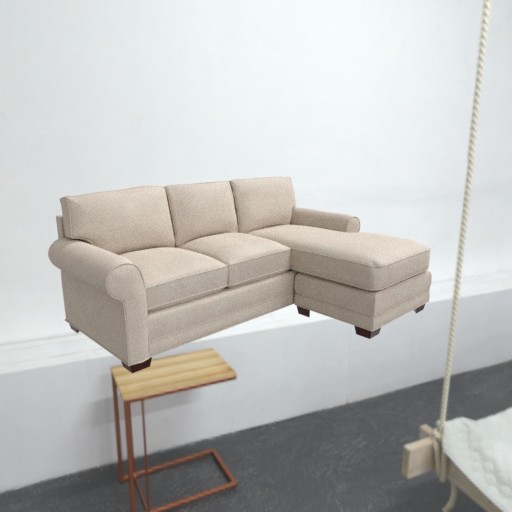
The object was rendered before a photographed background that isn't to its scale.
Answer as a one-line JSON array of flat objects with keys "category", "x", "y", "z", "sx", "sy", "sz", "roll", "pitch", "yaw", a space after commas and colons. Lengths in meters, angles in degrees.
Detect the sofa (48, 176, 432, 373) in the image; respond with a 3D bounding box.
[{"category": "sofa", "x": 0.000, "y": 0.000, "z": 2.381, "sx": 1.770, "sy": 0.734, "sz": 1.226, "roll": -14, "pitch": 20, "yaw": -42}]
